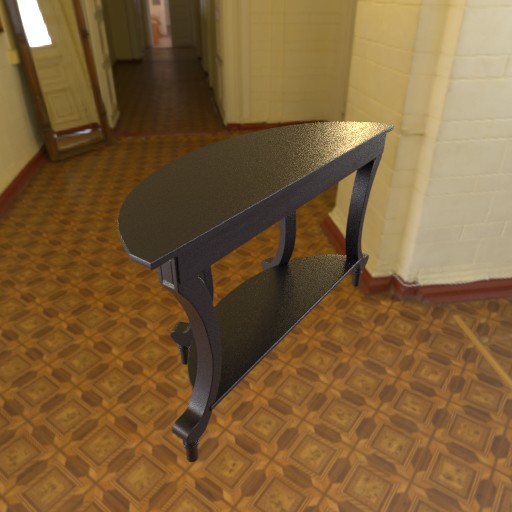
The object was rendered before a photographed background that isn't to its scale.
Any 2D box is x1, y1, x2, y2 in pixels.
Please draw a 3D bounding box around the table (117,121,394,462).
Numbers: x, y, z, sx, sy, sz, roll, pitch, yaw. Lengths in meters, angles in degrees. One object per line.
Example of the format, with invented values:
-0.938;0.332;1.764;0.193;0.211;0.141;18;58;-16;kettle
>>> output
0.000;0.000;1.510;0.394;0.692;1.198;21;37;30;table
